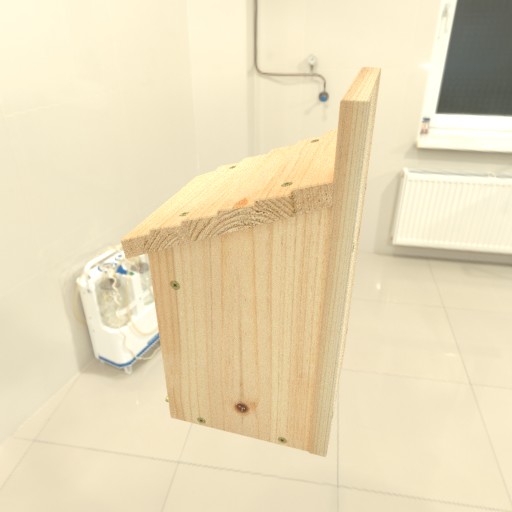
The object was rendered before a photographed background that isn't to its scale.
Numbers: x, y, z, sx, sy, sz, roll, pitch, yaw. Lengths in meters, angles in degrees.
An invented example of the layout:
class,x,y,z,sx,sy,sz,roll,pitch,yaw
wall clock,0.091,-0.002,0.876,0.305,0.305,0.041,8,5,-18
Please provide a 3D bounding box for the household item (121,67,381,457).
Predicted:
class,x,y,z,sx,sy,sz,roll,pitch,yaw
household item,0.000,0.000,0.395,0.171,0.300,0.149,8,31,14
